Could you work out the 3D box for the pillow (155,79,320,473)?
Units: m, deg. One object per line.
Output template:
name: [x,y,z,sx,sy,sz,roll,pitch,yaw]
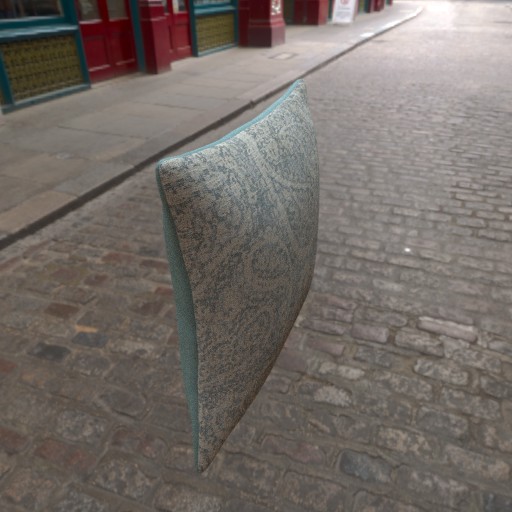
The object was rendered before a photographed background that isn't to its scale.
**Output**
pillow: [0.000,0.000,0.778,0.166,0.507,0.526,11,33,18]
